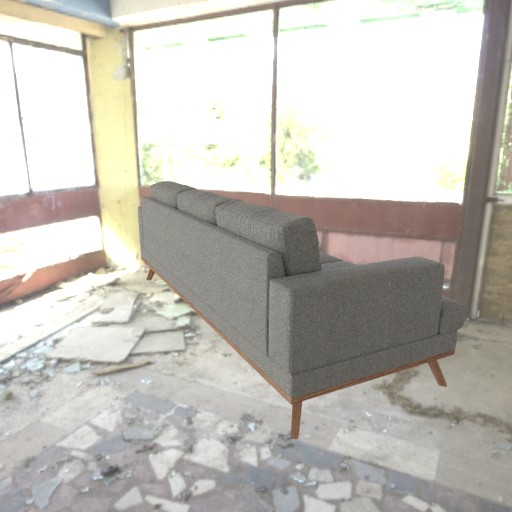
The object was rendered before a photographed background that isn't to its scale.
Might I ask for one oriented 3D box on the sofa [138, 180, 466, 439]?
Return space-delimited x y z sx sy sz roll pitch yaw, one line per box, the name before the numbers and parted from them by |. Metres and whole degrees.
sofa | 0.000 0.000 2.723 0.920 0.810 2.310 -7 16 -26
